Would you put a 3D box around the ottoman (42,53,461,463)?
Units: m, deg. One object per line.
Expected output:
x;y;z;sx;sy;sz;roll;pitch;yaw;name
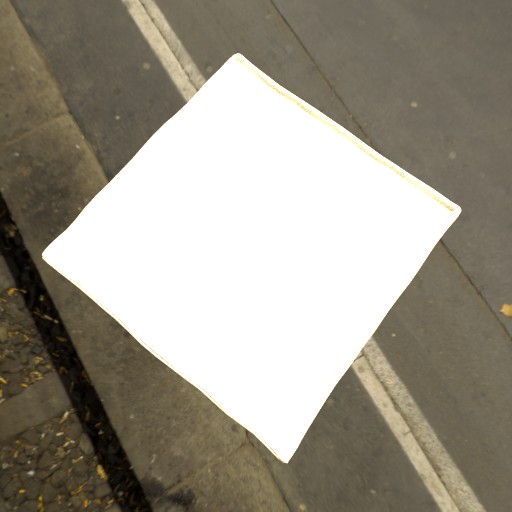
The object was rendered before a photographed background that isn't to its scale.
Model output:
0.000;0.000;1.180;0.696;0.470;0.707;37;78;9;ottoman
